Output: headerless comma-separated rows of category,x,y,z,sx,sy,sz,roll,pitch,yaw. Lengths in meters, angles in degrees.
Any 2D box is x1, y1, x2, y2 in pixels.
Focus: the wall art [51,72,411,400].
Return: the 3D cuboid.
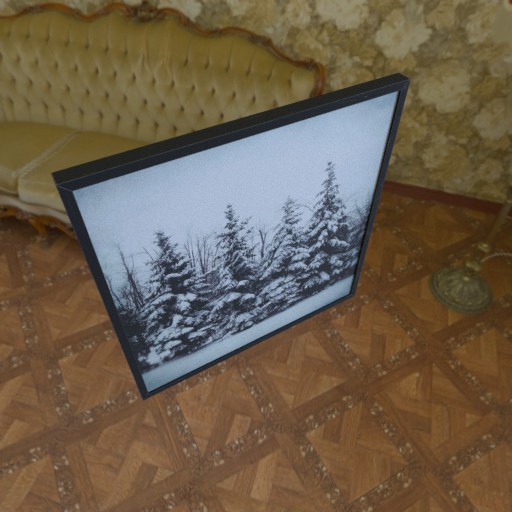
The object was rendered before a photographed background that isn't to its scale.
wall art,0.000,0.000,1.127,0.761,0.761,0.037,-23,50,-20
